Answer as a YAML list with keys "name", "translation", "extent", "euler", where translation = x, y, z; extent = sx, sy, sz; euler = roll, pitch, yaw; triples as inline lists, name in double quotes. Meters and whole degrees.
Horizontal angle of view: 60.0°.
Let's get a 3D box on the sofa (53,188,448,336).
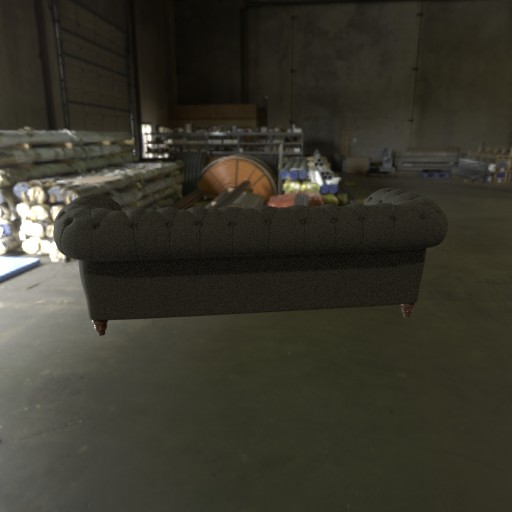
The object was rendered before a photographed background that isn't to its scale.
- name: "sofa"
  translation: [0.000, 0.000, 2.807]
  extent: [2.362, 0.762, 0.991]
  euler: [-2, 16, -8]
